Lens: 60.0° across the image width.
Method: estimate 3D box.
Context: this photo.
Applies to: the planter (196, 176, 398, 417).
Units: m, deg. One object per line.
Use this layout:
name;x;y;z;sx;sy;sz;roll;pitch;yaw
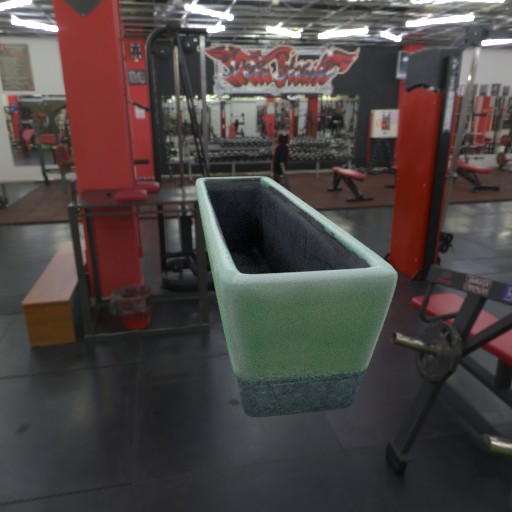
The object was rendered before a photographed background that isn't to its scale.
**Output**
planter;0.000;0.000;0.304;0.072;0.072;0.275;-3;18;-9
